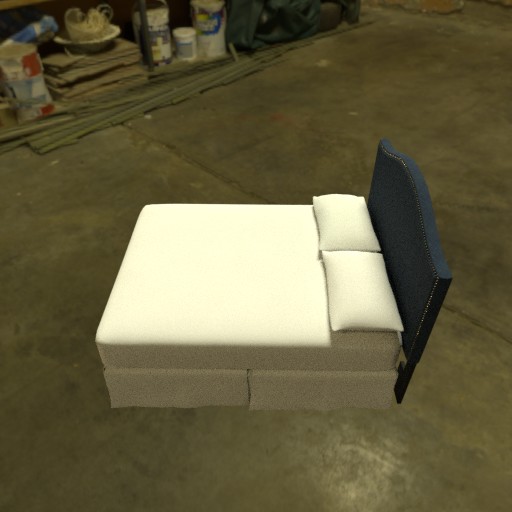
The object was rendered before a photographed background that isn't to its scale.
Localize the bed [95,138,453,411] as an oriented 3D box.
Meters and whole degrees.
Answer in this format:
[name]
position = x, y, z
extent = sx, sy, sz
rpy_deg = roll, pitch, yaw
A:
[bed]
position = 0.000, 0.000, 3.356
extent = 2.153, 1.518, 1.713
rpy_deg = 1, 41, 1
